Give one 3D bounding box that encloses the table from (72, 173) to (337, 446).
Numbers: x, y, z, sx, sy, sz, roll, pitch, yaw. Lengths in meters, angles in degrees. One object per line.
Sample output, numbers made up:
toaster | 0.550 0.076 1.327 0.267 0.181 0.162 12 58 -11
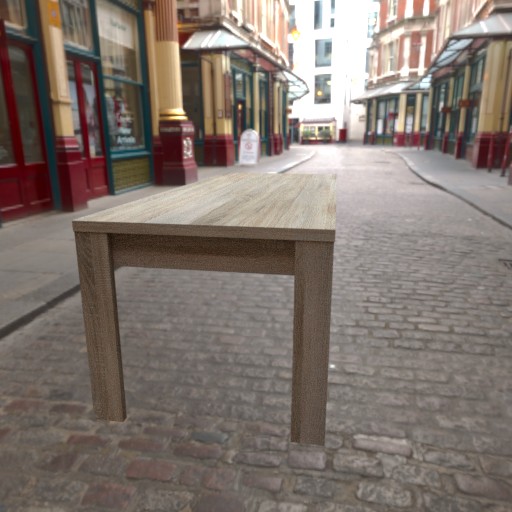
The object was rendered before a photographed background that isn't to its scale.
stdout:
table | 0.000 0.000 2.605 0.900 0.790 2.200 3 15 10
